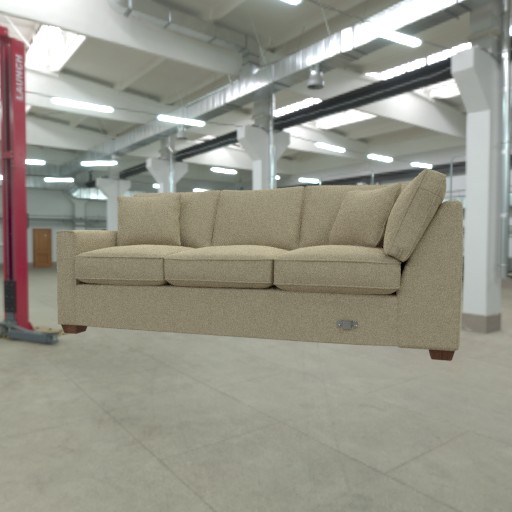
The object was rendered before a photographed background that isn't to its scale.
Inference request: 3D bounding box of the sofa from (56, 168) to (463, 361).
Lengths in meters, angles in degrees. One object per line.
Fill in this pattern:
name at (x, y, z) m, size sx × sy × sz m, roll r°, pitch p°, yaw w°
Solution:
sofa at (0.000, 0.000, 2.850) m, size 2.317 × 0.962 × 1.061 m, roll 1°, pitch 2°, yaw 17°
